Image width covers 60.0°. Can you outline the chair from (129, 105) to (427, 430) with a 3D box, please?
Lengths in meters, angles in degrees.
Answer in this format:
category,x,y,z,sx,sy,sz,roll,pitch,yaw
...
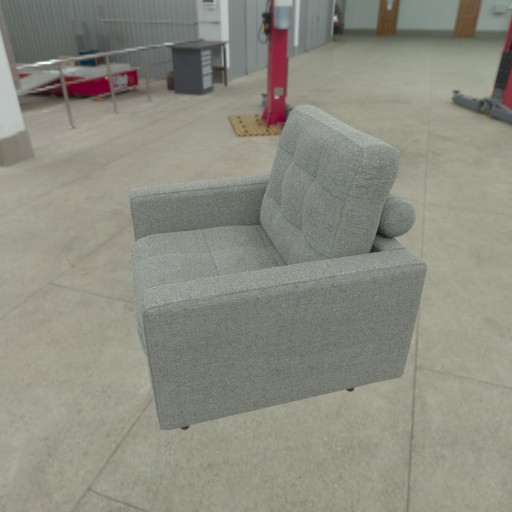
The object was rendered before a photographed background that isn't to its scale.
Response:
category,x,y,z,sx,sy,sz,roll,pitch,yaw
chair,0.000,0.000,1.533,0.843,0.880,0.821,-8,31,-14
